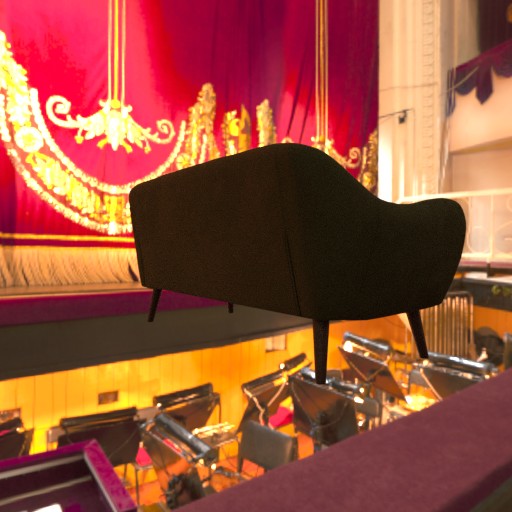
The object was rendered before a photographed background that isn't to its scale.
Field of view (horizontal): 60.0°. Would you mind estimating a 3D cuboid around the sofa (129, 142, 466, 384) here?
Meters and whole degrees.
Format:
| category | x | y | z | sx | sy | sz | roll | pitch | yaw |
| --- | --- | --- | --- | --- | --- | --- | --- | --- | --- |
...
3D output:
| category | x | y | z | sx | sy | sz | roll | pitch | yaw |
| --- | --- | --- | --- | --- | --- | --- | --- | --- | --- |
| sofa | 0.000 | 0.000 | 2.282 | 0.820 | 0.836 | 1.840 | -1 | 2 | -36 |
